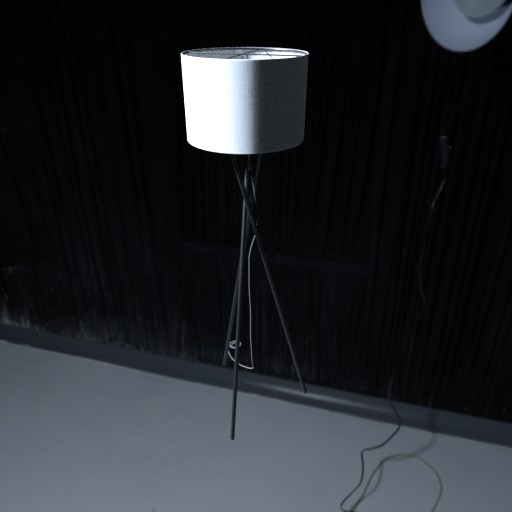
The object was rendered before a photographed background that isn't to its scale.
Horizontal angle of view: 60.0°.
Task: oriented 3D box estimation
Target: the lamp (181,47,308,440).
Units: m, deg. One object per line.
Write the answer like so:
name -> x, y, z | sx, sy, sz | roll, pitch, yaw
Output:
lamp -> 0.000, 0.000, 1.934 | 0.522, 1.624, 0.667 | 9, 31, 15
